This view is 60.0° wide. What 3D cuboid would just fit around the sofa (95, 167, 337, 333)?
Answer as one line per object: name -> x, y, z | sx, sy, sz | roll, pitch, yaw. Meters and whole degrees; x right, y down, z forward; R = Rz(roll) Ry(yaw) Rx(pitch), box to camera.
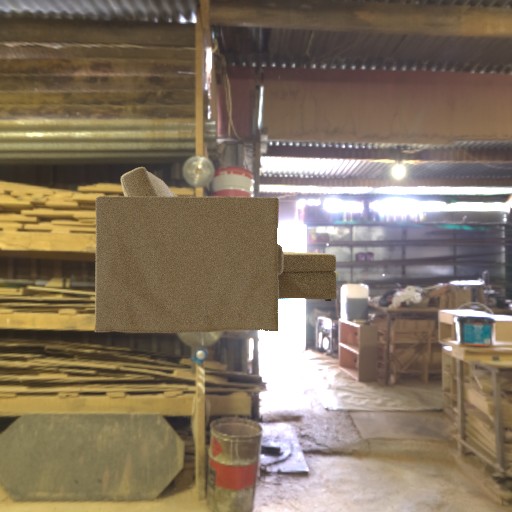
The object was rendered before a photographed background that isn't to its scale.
sofa -> 0.000, 0.000, 3.802 | 1.622, 0.871, 3.206 | 0, -2, 0
